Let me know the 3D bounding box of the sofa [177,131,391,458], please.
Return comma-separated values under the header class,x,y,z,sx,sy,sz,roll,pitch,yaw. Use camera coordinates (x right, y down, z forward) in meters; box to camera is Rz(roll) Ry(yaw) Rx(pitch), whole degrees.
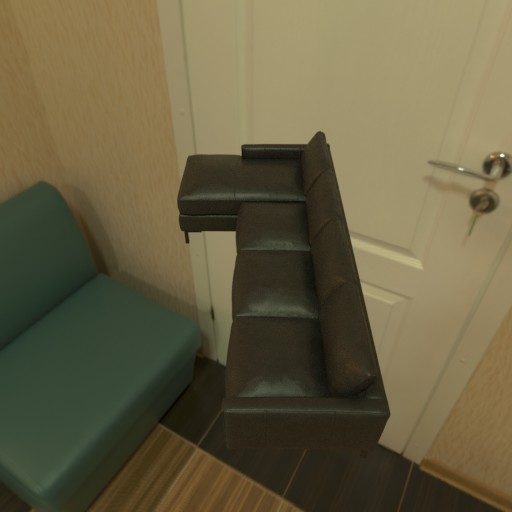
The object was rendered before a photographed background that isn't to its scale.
class,x,y,z,sx,sy,sz,roll,pitch,yaw
sofa,0.000,0.000,3.588,1.471,0.859,2.993,0,42,1
